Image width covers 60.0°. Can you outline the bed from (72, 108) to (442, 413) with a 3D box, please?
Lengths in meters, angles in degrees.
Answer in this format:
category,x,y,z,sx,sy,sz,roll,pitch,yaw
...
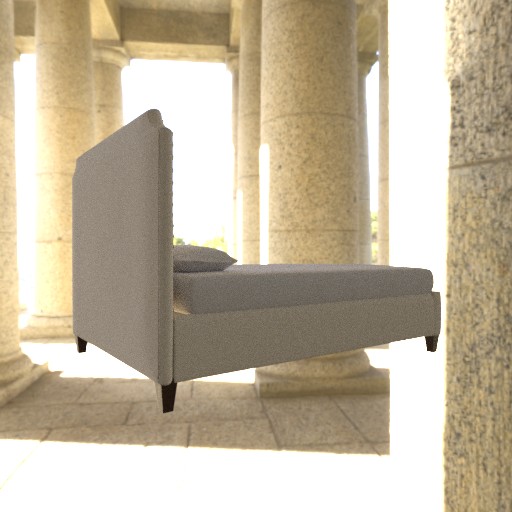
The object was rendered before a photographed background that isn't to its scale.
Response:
category,x,y,z,sx,sy,sz,roll,pitch,yaw
bed,0.000,0.000,3.440,2.372,1.497,1.712,0,0,-36
